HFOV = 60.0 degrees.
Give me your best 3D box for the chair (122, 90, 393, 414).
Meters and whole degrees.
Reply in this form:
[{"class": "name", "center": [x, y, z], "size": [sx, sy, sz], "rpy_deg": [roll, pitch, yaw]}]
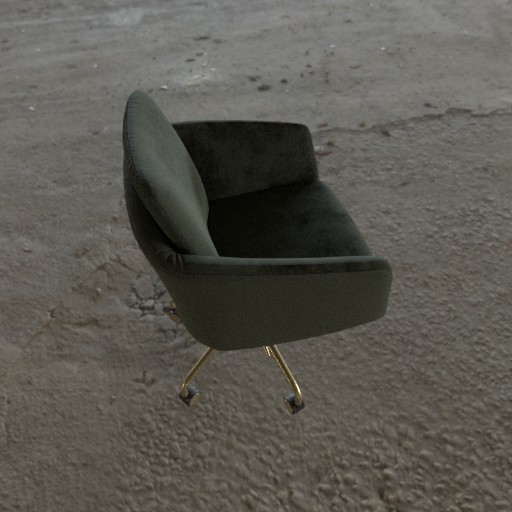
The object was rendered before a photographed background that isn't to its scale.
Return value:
[{"class": "chair", "center": [0.000, 0.000, 1.320], "size": [0.635, 0.908, 0.641], "rpy_deg": [-10, 47, -9]}]
